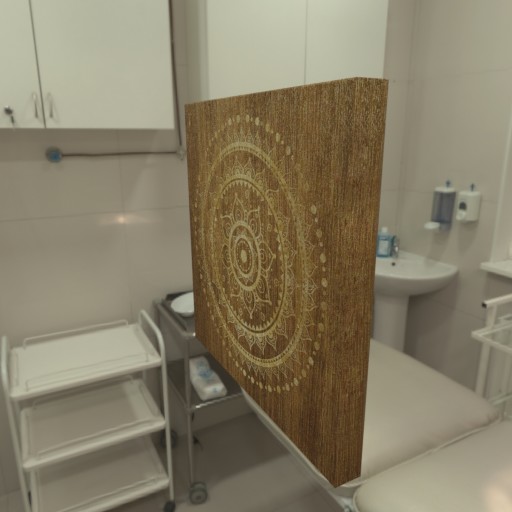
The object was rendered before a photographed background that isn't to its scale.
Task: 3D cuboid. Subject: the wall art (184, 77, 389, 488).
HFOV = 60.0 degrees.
[{"bbox_3d":[0.000,0.000,0.589,0.039,0.403,0.406,-8,18,-27],"label":"wall art"}]
